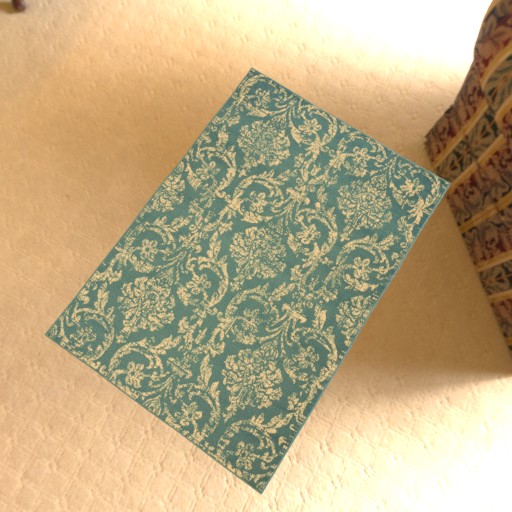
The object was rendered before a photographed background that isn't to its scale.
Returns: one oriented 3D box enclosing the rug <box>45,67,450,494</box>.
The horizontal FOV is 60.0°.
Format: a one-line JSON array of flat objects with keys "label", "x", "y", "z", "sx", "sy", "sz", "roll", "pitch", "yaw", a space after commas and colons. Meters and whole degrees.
[{"label": "rug", "x": 0.000, "y": 0.000, "z": 2.751, "sx": 1.554, "sy": 0.012, "sz": 2.205, "roll": 33, "pitch": 78, "yaw": 8}]
